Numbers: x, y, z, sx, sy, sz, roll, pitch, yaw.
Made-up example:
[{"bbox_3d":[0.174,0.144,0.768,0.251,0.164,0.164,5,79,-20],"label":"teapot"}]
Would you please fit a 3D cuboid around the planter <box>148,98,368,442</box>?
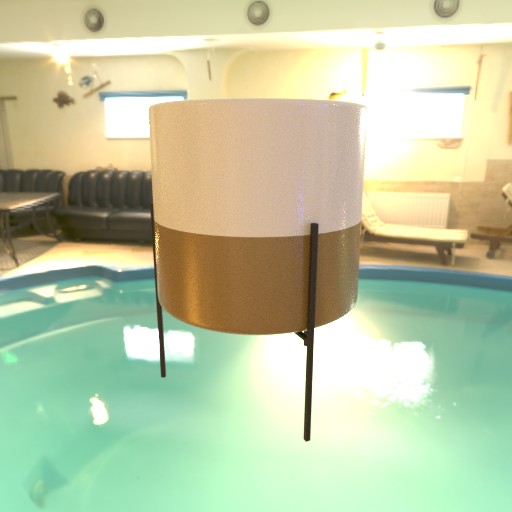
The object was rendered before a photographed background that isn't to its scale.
[{"bbox_3d":[0.000,0.000,0.672,0.310,0.432,0.310,-2,15,-9],"label":"planter"}]
